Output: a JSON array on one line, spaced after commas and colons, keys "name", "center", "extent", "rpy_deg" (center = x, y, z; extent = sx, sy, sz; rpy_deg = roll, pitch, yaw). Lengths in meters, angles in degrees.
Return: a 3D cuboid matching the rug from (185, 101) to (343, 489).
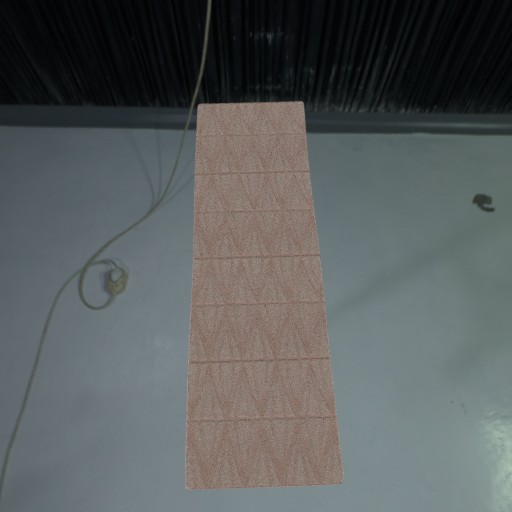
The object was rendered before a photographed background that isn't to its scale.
[{"name": "rug", "center": [0.000, 0.000, 2.629], "extent": [0.760, 0.015, 2.435], "rpy_deg": [-2, 64, -1]}]
